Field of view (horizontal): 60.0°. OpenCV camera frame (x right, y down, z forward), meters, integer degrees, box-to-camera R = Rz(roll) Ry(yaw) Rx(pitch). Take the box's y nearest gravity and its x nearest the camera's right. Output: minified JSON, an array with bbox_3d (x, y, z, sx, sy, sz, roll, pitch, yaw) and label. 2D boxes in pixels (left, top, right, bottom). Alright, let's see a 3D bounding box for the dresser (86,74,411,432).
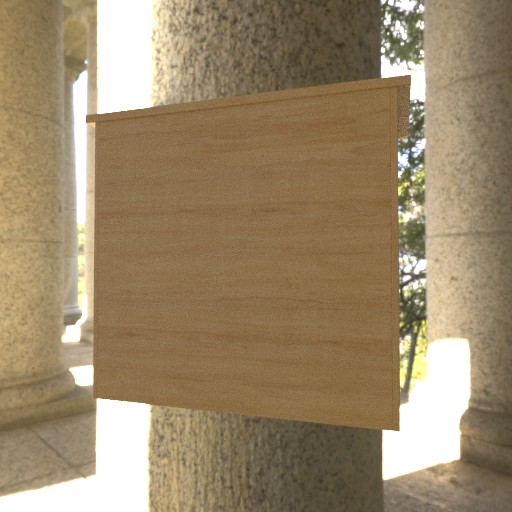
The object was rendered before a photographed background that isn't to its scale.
[{"bbox_3d":[0.000,0.000,1.215,0.800,0.730,0.410,0,-1,18],"label":"dresser"}]
